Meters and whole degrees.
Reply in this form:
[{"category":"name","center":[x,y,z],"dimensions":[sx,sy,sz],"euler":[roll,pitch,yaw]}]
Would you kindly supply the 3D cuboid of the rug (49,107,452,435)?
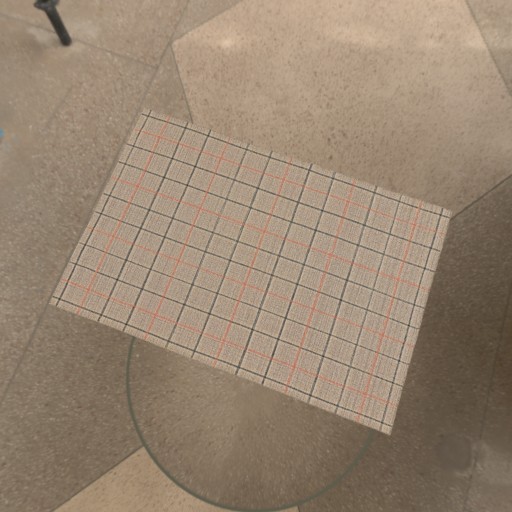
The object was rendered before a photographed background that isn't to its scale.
[{"category":"rug","center":[0.000,0.000,2.350],"dimensions":[1.829,0.013,1.220],"euler":[20,77,5]}]
